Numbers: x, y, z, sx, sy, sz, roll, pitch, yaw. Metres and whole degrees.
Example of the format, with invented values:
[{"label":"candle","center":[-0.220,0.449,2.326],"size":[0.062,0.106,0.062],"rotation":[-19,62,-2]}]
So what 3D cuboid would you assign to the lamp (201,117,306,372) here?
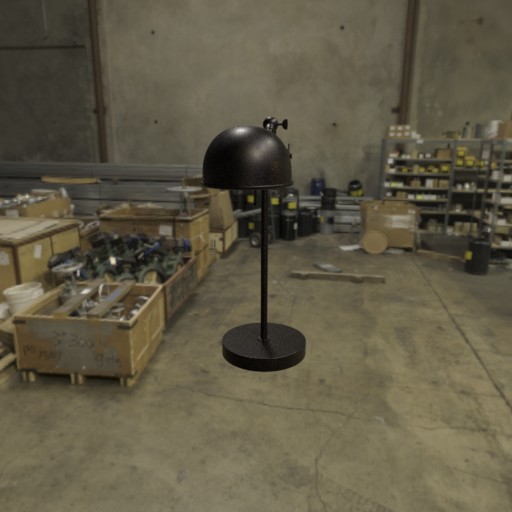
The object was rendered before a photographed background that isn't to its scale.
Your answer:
[{"label":"lamp","center":[0.000,0.000,0.823],"size":[0.185,0.495,0.567],"rotation":[2,15,9]}]
